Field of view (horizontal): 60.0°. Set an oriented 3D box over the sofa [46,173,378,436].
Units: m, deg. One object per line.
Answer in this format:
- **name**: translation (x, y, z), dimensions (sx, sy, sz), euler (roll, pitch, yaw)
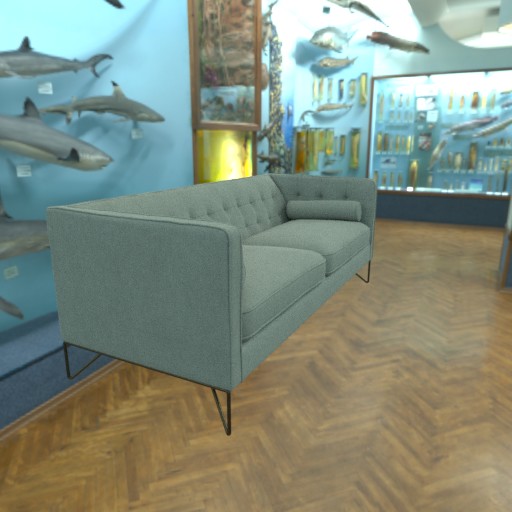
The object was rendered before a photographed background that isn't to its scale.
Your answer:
- **sofa**: translation (0.000, 0.000, 2.602), dimensions (0.912, 0.798, 2.079), euler (8, 17, 27)
